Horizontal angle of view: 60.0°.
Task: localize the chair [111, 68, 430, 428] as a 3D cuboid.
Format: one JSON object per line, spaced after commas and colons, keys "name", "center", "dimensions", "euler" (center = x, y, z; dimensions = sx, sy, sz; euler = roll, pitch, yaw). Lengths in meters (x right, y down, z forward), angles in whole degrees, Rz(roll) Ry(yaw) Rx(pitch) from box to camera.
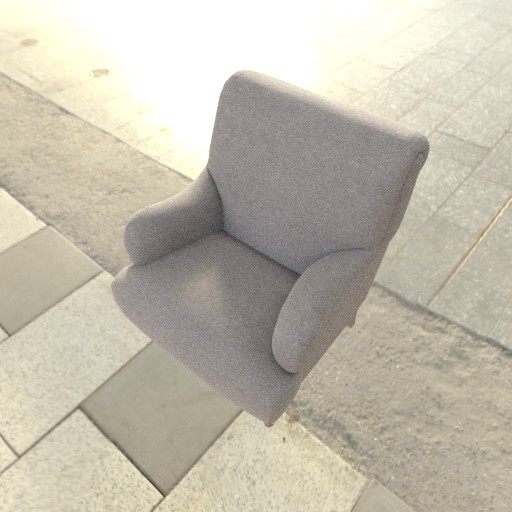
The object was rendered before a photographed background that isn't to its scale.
{"name": "chair", "center": [0.000, 0.000, 1.590], "dimensions": [0.766, 0.942, 0.843], "euler": [30, 55, 25]}
